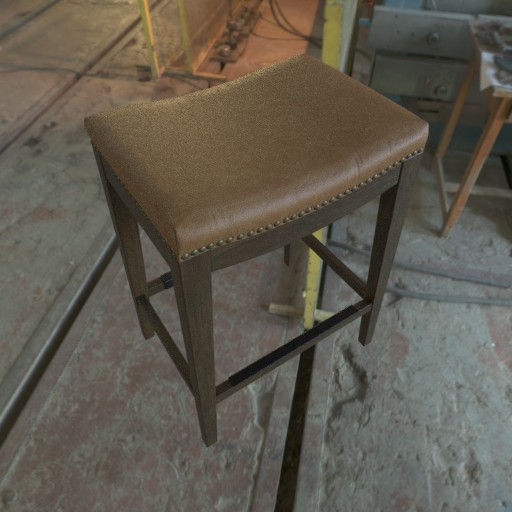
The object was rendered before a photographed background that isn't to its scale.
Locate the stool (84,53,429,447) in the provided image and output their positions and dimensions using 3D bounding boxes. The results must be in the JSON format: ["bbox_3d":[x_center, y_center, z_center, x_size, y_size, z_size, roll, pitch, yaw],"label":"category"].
[{"bbox_3d":[0.000,0.000,0.955,0.500,0.660,0.361,-26,52,-22],"label":"stool"}]
